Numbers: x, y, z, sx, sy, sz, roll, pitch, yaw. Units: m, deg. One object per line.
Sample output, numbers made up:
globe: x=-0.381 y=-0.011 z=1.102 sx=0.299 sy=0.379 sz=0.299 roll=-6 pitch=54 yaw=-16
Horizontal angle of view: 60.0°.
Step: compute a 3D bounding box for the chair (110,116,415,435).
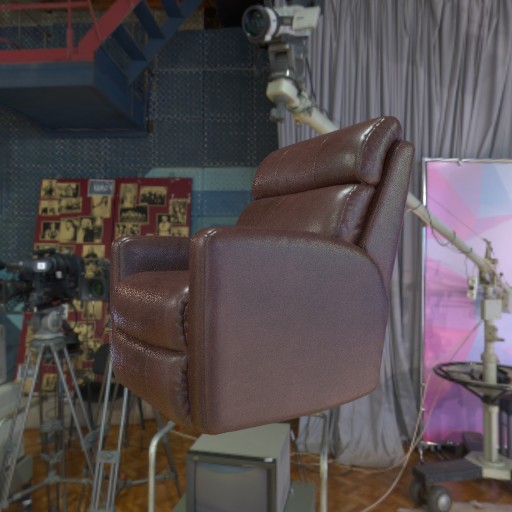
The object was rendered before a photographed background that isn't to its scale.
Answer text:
chair: x=0.000 y=0.000 z=1.642 sx=0.939 sy=1.016 sz=0.787 roll=0 pitch=0 yaw=-35
